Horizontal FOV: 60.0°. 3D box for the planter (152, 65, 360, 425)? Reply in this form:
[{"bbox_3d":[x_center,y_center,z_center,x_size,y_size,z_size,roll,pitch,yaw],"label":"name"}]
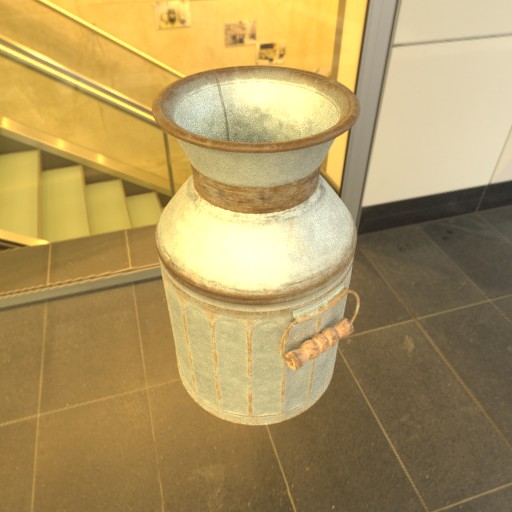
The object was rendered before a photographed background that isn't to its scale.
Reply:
[{"bbox_3d":[0.000,0.000,0.497,0.215,0.358,0.248,-26,47,-27],"label":"planter"}]
